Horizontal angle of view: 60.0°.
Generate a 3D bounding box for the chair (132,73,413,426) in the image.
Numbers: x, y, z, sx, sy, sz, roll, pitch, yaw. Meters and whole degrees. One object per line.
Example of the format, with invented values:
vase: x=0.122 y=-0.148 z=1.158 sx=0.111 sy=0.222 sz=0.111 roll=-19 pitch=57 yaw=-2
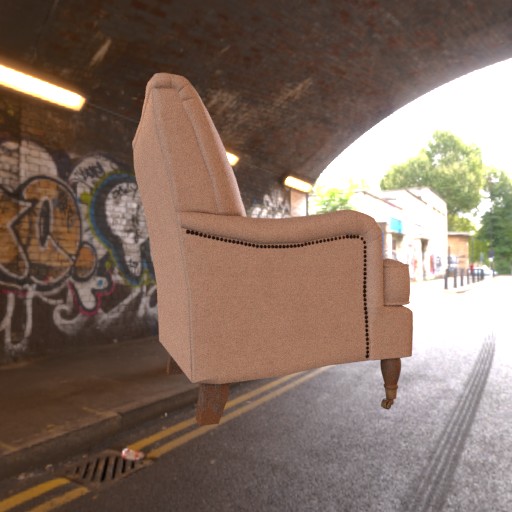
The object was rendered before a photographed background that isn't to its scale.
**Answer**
chair: x=0.000 y=0.000 z=1.840 sx=0.953 sy=1.119 sz=0.879 roll=0 pitch=-1 yaw=-19
